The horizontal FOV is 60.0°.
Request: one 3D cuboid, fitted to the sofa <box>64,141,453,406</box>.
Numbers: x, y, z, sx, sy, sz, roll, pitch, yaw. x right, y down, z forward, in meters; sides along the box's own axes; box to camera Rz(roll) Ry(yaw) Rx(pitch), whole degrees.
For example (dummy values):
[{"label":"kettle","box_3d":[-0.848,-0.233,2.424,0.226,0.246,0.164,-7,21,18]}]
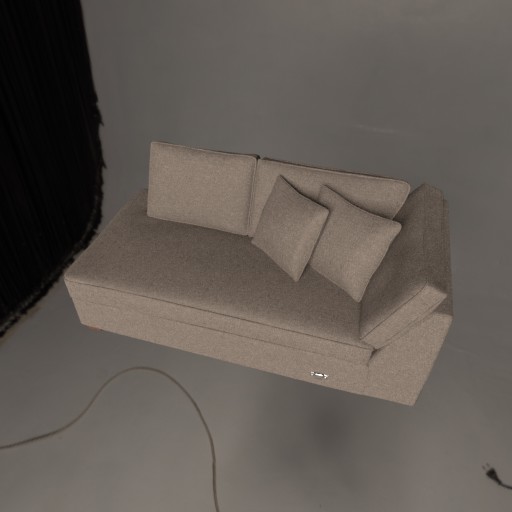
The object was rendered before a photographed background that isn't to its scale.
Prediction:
[{"label":"sofa","box_3d":[0.000,0.000,2.869,2.237,1.033,1.110,11,41,13]}]
